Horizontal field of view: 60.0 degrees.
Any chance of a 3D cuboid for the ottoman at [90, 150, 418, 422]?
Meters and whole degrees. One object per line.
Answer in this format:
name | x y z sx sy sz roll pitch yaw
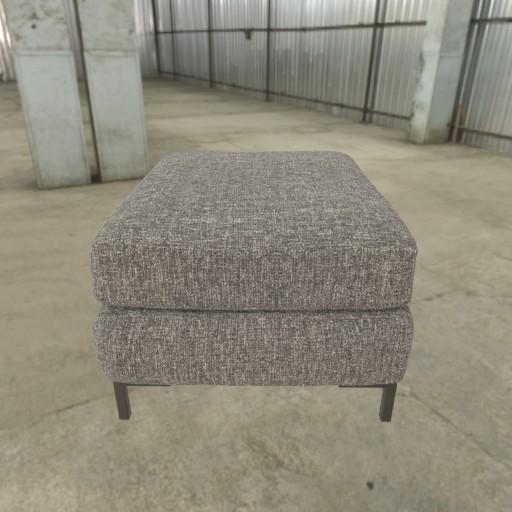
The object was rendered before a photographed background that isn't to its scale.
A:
ottoman | 0.000 0.000 1.237 0.683 0.480 0.828 0 25 0
